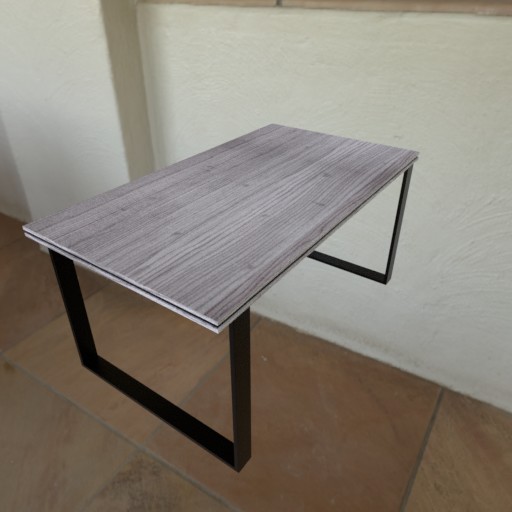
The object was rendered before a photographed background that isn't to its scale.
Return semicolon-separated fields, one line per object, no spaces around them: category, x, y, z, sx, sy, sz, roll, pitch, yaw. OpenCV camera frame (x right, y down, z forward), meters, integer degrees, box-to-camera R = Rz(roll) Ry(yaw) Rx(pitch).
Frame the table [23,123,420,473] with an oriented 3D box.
table;0.000;0.000;2.072;0.881;0.736;1.579;21;38;29
